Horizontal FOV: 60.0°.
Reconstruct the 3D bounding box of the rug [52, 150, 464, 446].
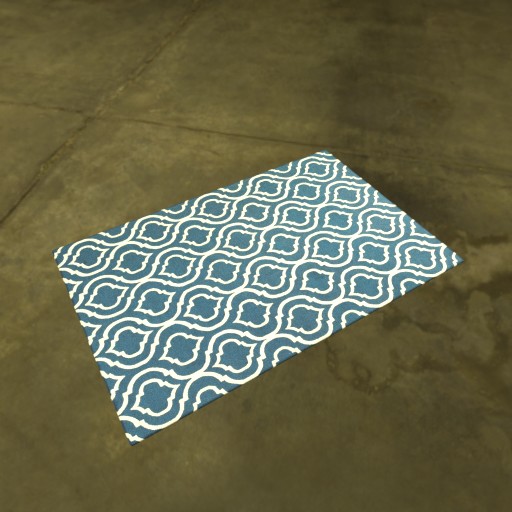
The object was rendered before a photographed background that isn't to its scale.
[{"bbox_3d":[0.000,0.000,2.245,1.753,0.010,1.143,-24,52,-21],"label":"rug"}]
